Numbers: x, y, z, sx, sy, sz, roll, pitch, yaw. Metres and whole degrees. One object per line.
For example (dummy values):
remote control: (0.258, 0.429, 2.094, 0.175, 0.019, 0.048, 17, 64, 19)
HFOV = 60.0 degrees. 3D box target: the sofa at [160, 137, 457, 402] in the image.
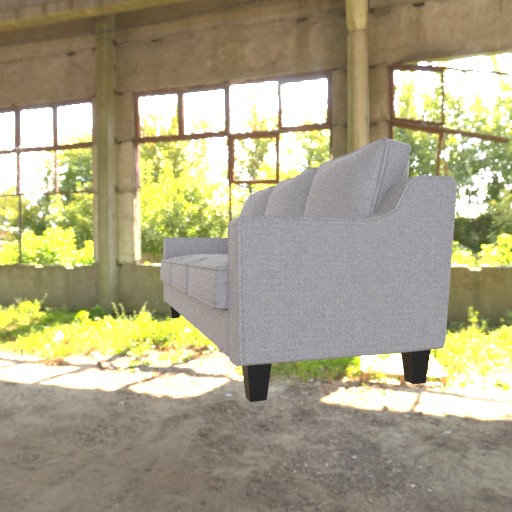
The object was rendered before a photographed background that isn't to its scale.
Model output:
sofa: (0.000, 0.000, 2.532, 0.899, 0.950, 2.129, 0, 0, -18)
